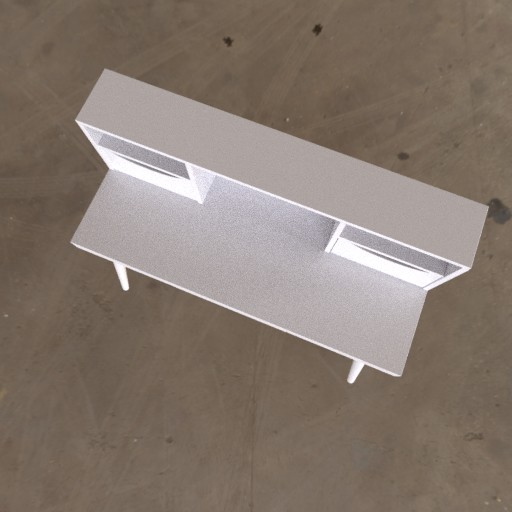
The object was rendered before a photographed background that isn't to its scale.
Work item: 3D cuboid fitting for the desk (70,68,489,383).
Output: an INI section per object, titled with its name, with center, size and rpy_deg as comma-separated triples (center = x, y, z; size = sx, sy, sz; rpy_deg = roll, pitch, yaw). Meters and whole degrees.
[desk]
center = 0.000, 0.000, 1.708
size = 1.199, 0.990, 0.559
rpy_deg = 21, 76, 6
